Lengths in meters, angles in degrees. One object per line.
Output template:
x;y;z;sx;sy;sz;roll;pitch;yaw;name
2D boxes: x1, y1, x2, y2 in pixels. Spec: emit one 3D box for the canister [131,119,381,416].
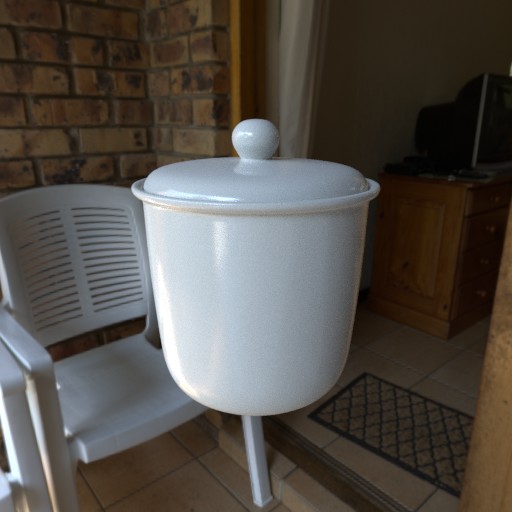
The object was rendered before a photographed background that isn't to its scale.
0.000;0.000;0.352;0.182;0.208;0.182;0;17;0;canister
